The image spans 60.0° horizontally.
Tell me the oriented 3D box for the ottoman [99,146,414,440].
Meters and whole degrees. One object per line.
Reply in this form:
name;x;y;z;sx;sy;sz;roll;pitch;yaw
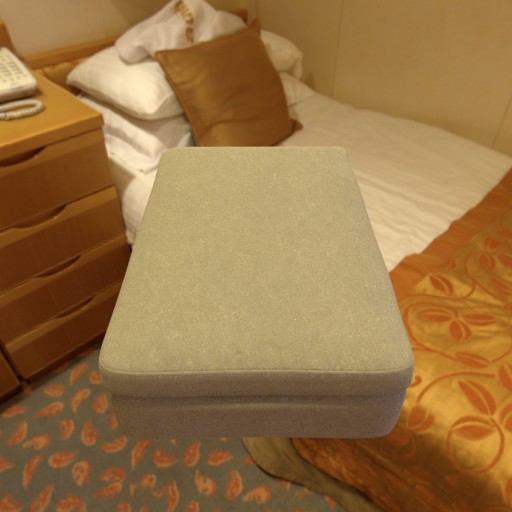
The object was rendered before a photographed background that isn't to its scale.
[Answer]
ottoman;0.000;0.000;1.624;0.840;0.429;1.199;0;41;0
